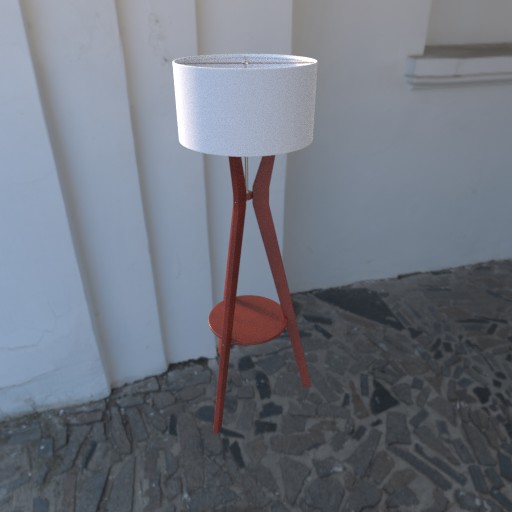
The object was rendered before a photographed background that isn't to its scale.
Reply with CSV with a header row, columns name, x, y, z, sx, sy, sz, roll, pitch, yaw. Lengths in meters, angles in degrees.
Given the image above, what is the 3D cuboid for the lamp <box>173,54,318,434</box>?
name,x,y,z,sx,sy,sz,roll,pitch,yaw
lamp,0.000,0.000,1.815,0.542,1.472,0.539,-1,29,-2
